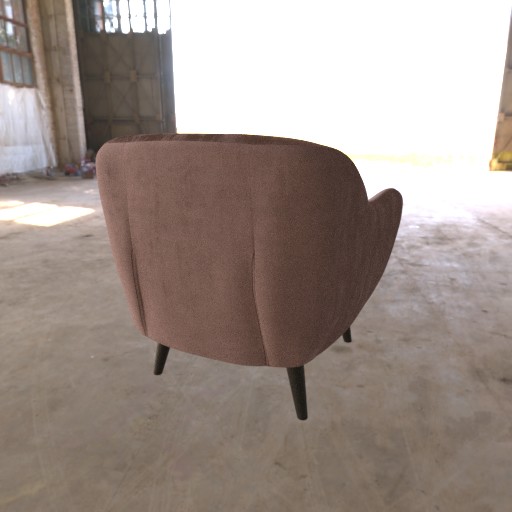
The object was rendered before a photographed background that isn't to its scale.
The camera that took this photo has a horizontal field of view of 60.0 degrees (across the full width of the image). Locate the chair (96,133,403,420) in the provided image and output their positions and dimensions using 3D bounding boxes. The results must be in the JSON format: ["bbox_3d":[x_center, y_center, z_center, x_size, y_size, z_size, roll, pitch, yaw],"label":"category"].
[{"bbox_3d":[0.000,0.000,1.534,0.840,0.820,0.820,8,17,27],"label":"chair"}]
